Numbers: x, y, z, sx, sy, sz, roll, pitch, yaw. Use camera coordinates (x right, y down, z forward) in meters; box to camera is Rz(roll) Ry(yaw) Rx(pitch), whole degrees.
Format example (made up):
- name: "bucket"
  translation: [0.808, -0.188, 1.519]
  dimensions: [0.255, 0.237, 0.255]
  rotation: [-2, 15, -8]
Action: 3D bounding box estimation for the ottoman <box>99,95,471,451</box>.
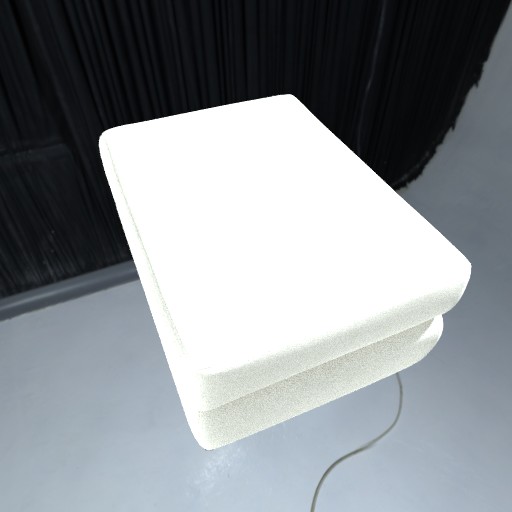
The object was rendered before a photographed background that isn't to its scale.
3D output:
- name: "ottoman"
  translation: [0.000, 0.000, 1.102]
  dimensions: [0.569, 0.499, 0.773]
  rotation: [-17, 48, -16]
